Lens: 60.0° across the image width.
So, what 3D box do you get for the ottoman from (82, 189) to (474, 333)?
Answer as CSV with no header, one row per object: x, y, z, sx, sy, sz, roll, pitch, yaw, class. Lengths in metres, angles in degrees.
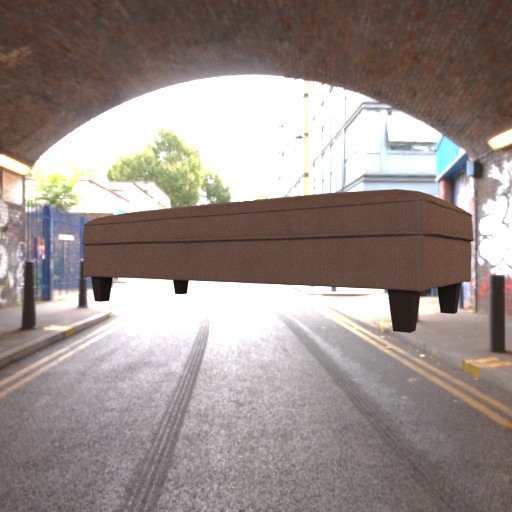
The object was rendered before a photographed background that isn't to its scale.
0.000,0.000,2.082,1.764,0.470,0.751,0,0,37,ottoman
